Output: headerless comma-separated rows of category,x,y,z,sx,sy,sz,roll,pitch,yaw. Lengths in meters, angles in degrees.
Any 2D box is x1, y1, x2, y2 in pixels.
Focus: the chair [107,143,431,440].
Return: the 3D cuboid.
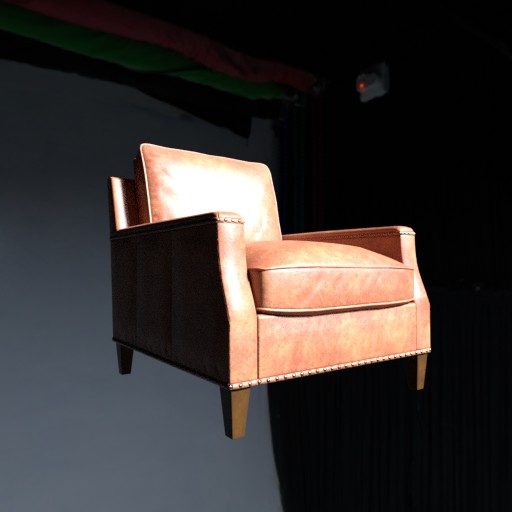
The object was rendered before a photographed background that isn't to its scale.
chair,0.000,0.000,1.716,0.853,0.943,1.014,1,-2,-36
